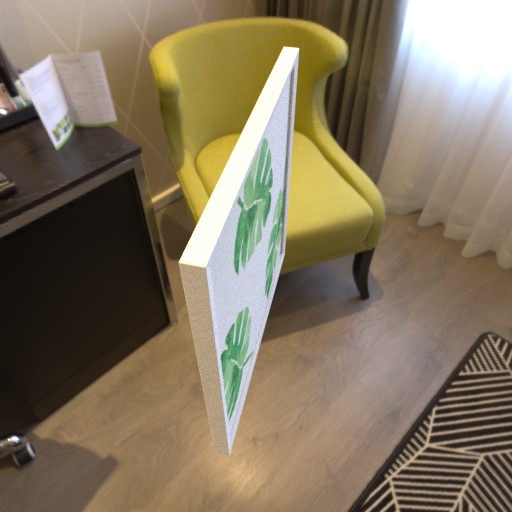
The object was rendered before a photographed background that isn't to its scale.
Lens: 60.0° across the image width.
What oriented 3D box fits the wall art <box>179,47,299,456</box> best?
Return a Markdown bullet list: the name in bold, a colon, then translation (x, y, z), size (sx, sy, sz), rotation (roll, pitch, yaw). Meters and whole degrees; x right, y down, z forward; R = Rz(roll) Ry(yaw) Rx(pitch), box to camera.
- **wall art**: translation (0.000, 0.000, 1.154), size (0.040, 0.762, 0.762), rotation (10, 48, 9)
